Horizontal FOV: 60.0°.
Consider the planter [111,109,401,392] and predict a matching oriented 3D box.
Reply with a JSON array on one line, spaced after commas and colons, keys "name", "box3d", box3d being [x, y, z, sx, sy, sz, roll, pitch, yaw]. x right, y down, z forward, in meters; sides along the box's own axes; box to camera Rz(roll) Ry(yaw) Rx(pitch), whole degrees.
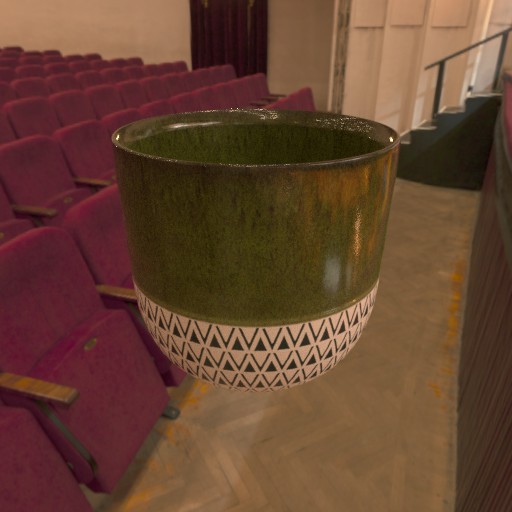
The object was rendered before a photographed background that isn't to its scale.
[{"name": "planter", "box3d": [0.000, 0.000, 0.482, 0.266, 0.270, 0.266, 0, 26, 0]}]
